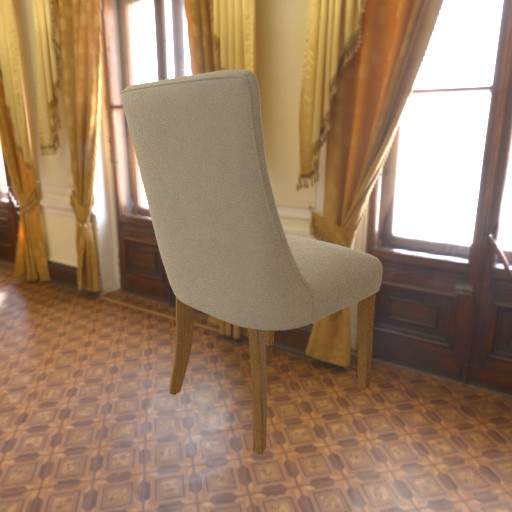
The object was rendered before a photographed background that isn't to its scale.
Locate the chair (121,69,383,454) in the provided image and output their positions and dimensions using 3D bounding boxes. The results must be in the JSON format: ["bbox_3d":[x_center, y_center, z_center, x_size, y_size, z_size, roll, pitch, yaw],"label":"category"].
[{"bbox_3d":[0.000,0.000,1.265,0.610,0.902,0.495,-14,20,-43],"label":"chair"}]
